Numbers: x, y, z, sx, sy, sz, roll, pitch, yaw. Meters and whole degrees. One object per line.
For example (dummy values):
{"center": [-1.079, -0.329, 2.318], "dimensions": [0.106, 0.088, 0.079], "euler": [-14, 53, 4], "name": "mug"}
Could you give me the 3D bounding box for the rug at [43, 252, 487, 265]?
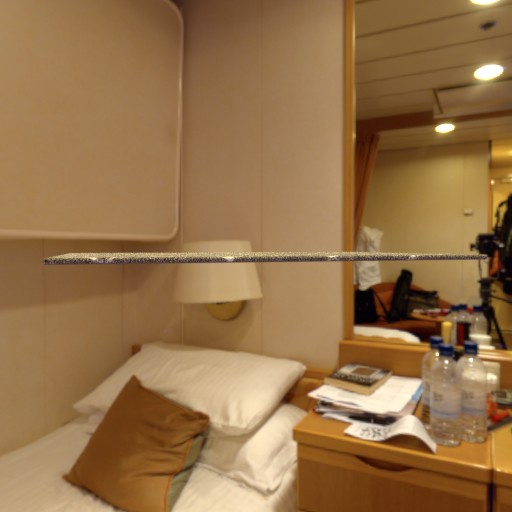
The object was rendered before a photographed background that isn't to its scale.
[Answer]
{"center": [0.000, 0.000, 2.983], "dimensions": [2.438, 0.030, 1.524], "euler": [0, 1, -19], "name": "rug"}
